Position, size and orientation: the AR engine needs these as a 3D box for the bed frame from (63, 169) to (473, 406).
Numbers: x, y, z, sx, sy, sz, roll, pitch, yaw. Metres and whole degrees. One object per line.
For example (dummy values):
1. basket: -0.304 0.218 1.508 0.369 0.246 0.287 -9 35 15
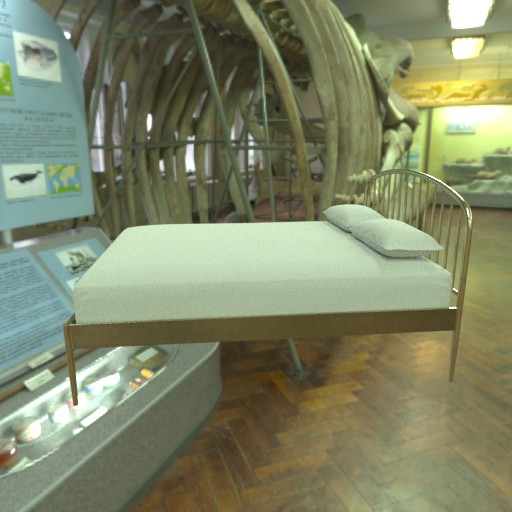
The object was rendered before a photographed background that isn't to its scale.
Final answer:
1. bed frame: 0.000 0.000 3.095 2.152 1.175 1.612 -2 15 -6
